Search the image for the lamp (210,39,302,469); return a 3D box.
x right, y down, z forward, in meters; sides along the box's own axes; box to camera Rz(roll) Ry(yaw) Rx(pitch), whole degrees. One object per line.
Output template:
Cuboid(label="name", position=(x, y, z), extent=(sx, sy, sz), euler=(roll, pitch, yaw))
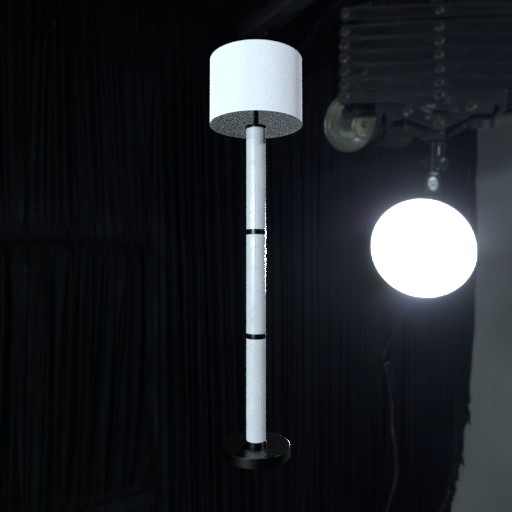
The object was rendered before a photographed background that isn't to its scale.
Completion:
Cuboid(label="lamp", position=(0.000, 0.000, 1.806), extent=(0.377, 1.599, 0.377), euler=(0, -1, -36))
